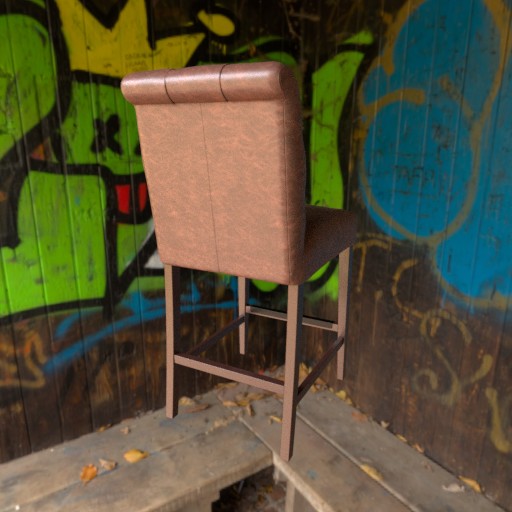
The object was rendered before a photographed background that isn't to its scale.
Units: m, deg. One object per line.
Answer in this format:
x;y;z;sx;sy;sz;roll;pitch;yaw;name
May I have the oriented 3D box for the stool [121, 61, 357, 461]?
0.000;0.000;1.448;0.486;1.084;0.660;8;17;27;stool
